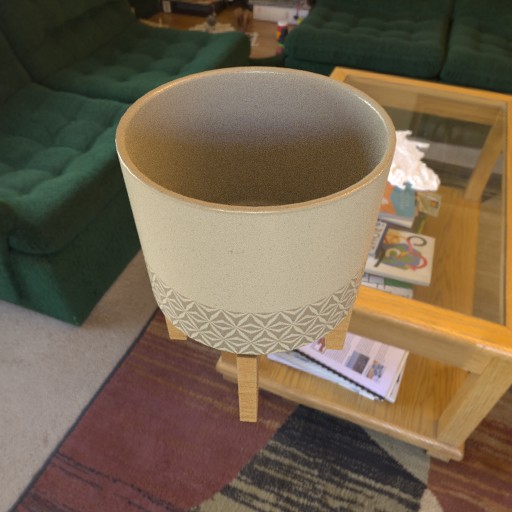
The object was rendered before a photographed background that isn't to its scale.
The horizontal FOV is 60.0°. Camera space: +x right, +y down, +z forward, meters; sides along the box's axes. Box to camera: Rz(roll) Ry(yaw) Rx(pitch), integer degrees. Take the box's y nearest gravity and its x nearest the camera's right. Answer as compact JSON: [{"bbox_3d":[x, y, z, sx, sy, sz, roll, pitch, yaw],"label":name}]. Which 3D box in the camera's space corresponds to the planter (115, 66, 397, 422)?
[{"bbox_3d":[0.000,0.000,0.522,0.249,0.343,0.249,0,45,0],"label":"planter"}]
